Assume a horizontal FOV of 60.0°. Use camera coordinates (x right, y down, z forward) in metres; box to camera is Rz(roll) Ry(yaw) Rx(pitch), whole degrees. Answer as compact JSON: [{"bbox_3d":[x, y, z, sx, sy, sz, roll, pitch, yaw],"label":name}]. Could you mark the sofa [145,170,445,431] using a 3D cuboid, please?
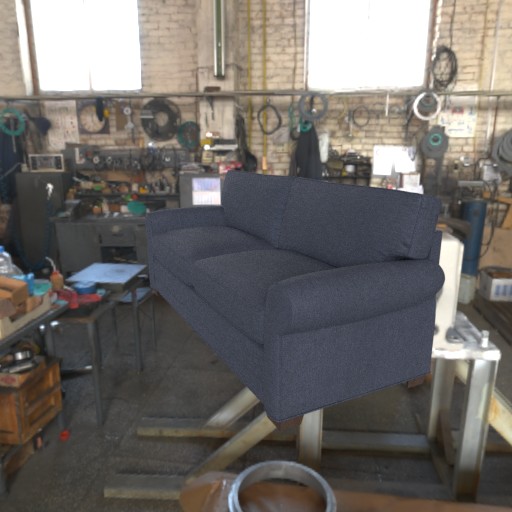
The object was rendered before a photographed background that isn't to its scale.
[{"bbox_3d":[0.000,0.000,2.951,0.954,1.026,2.391,-7,16,-26],"label":"sofa"}]
